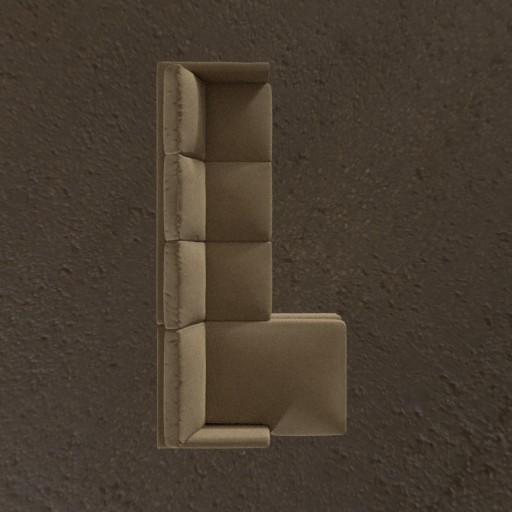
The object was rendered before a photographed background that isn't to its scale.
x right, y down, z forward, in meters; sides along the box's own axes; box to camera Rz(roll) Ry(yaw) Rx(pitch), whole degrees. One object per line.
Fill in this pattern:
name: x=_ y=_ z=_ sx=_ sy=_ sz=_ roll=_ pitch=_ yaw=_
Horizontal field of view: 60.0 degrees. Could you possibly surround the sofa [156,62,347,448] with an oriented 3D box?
sofa: x=0.000 y=0.000 z=3.903 sx=1.638 sy=0.920 sz=3.198 roll=0 pitch=90 yaw=-1
